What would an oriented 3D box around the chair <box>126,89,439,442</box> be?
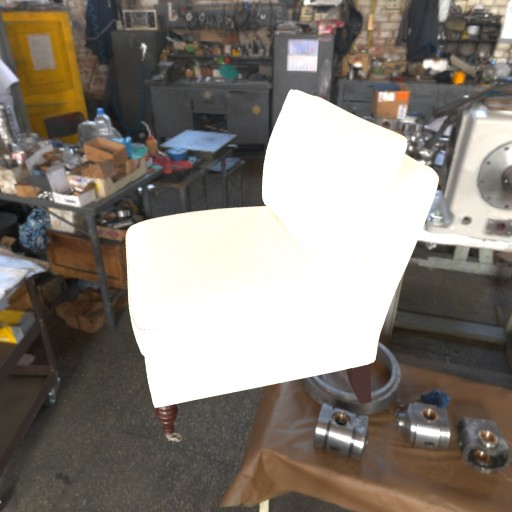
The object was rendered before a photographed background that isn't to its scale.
[{"bbox_3d":[0.000,0.000,1.394,0.781,0.887,0.630,-8,31,-13],"label":"chair"}]
